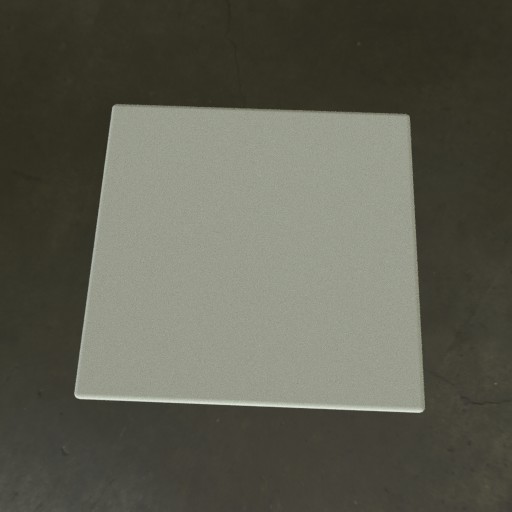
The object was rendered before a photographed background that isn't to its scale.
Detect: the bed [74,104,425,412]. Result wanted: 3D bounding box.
[{"bbox_3d":[0.000,0.000,3.072,2.049,0.616,1.930,2,76,1],"label":"bed"}]
